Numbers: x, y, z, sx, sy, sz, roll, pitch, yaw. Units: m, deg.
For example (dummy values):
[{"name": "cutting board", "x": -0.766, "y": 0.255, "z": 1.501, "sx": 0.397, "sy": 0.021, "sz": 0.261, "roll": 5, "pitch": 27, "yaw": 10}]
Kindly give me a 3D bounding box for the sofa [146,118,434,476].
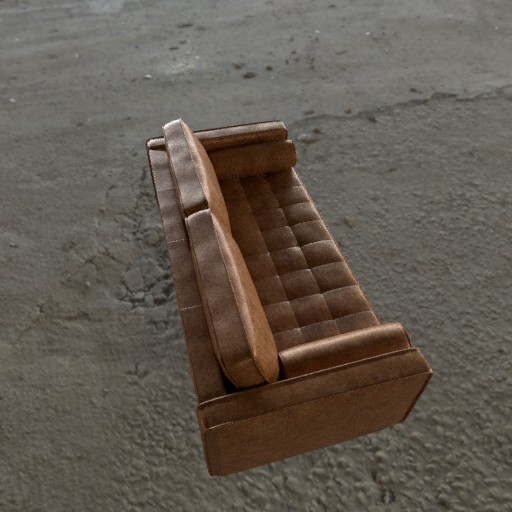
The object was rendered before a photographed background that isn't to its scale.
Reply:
[{"name": "sofa", "x": 0.000, "y": 0.000, "z": 2.365, "sx": 0.924, "sy": 0.825, "sz": 1.920, "roll": -11, "pitch": 48, "yaw": -10}]
